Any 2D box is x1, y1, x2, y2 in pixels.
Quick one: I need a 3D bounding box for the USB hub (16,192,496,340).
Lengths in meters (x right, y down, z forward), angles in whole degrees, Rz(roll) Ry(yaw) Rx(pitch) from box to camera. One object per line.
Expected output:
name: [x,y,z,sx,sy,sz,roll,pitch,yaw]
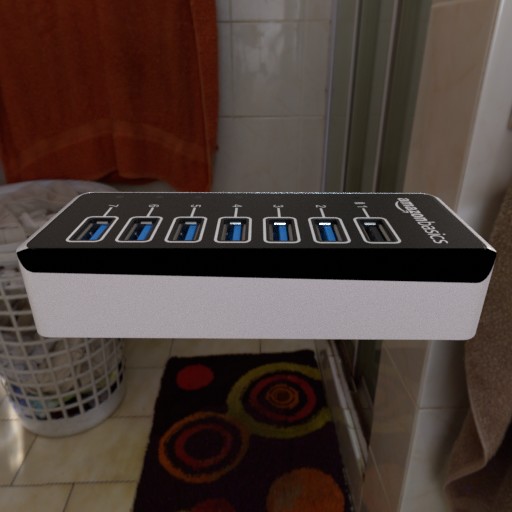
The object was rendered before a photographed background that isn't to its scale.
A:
USB hub: [0.000,0.000,0.122,0.110,0.023,0.044,0,27,1]
